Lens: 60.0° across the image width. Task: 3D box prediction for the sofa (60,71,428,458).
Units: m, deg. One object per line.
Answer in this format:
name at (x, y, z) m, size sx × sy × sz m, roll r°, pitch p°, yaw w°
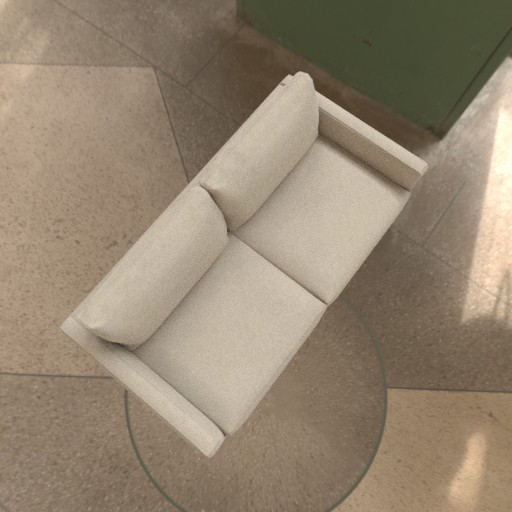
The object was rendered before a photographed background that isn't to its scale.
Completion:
sofa at (0.000, 0.000, 2.201) m, size 0.875 × 0.840 × 1.682 m, roll 37°, pitch 77°, yaw 10°
